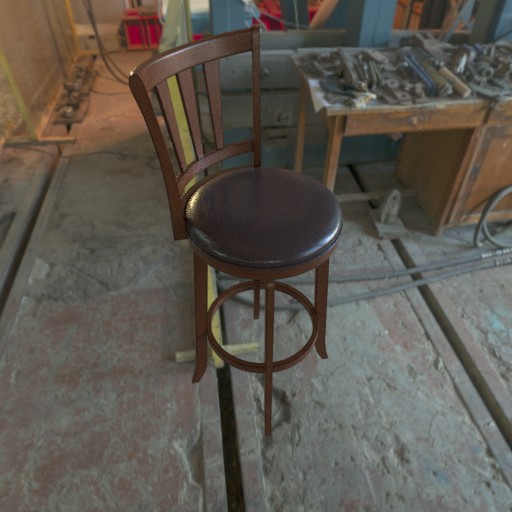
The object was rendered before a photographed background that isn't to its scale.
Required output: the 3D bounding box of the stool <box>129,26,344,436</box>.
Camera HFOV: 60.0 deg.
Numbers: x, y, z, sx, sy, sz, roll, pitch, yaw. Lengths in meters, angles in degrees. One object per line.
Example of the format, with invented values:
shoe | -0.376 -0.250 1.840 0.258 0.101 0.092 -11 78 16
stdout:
stool | 0.000 0.000 1.383 0.503 1.177 0.464 26 48 26
